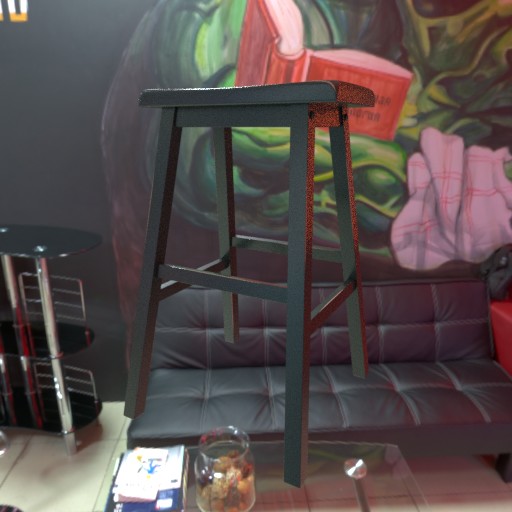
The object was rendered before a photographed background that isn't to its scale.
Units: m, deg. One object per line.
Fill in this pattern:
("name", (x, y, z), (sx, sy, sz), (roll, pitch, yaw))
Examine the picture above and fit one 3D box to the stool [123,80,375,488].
("stool", (0.000, 0.000, 1.045), (0.457, 0.737, 0.476), (9, 18, 28))
